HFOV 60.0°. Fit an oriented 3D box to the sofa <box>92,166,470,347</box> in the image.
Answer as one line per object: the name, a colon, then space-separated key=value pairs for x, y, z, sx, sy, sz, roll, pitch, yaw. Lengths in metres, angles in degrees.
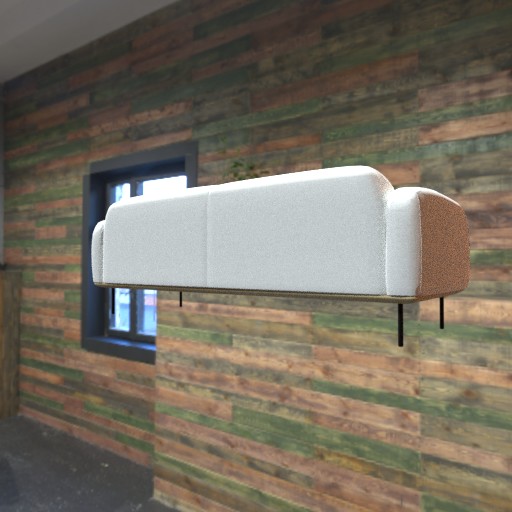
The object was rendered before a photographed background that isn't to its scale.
sofa: x=0.000 y=0.000 z=2.683 sx=2.280 sy=0.780 sz=0.870 roll=-1 pitch=-1 yaw=37
